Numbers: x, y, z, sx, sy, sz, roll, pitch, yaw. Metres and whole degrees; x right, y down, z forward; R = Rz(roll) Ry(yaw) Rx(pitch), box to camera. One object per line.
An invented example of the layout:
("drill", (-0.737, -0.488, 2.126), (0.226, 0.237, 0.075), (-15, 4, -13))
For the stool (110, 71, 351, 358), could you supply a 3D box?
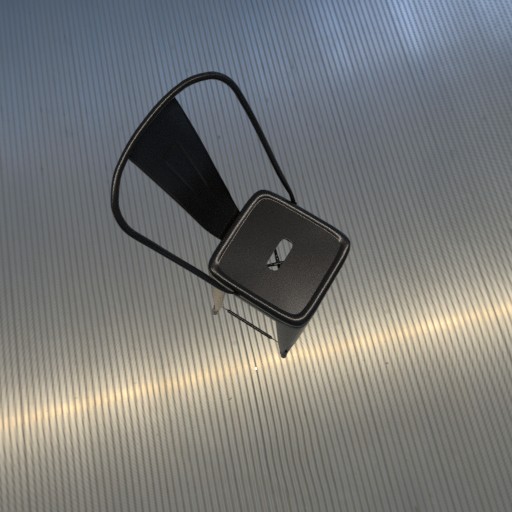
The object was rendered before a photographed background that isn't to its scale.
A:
("stool", (0.000, 0.000, 1.350), (0.513, 1.096, 0.399), (31, 78, 8))
